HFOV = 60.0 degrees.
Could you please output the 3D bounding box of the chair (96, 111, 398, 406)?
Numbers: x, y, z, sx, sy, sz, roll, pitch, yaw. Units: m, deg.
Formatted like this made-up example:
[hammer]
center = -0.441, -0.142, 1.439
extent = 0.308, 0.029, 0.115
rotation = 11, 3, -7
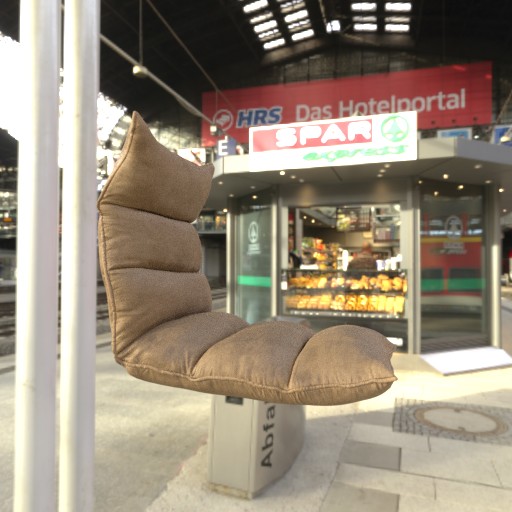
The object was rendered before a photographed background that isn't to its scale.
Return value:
[chair]
center = 0.000, 0.000, 1.617
extent = 0.985, 0.892, 0.714
rotation = 0, -1, 18
